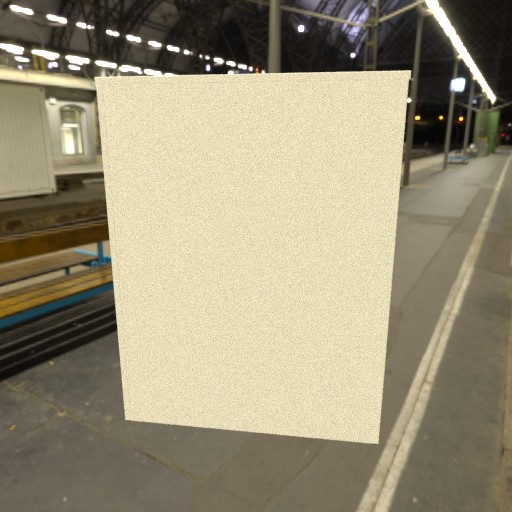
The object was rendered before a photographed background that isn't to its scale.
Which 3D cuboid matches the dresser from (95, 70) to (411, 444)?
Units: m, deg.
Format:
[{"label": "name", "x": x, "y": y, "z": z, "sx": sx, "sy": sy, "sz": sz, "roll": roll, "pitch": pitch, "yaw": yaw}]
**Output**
[{"label": "dresser", "x": 0.000, "y": 0.000, "z": 1.422, "sx": 0.800, "sy": 1.040, "sz": 0.380, "roll": 2, "pitch": 15, "yaw": 8}]
